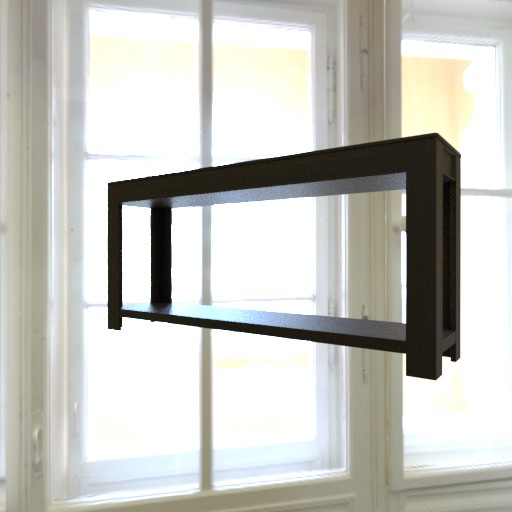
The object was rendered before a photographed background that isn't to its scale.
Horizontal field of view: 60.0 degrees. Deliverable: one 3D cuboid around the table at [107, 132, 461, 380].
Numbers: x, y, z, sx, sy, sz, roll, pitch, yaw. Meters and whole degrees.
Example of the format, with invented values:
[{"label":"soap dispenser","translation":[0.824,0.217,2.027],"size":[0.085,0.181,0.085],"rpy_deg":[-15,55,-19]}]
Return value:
[{"label":"table","translation":[0.000,0.000,1.984],"size":[1.631,0.762,0.384],"rpy_deg":[0,0,35]}]
